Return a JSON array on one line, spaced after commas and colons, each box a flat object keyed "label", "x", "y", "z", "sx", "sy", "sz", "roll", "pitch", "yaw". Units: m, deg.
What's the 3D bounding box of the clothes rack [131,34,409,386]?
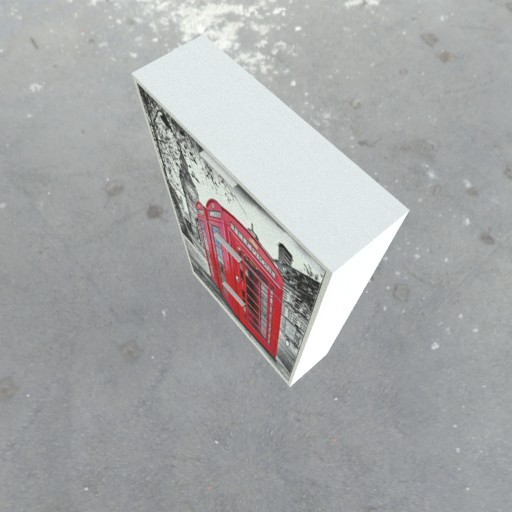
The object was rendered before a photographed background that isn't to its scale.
[{"label": "clothes rack", "x": 0.000, "y": 0.000, "z": 1.636, "sx": 0.250, "sy": 1.280, "sz": 0.750, "roll": -37, "pitch": 69, "yaw": -17}]
